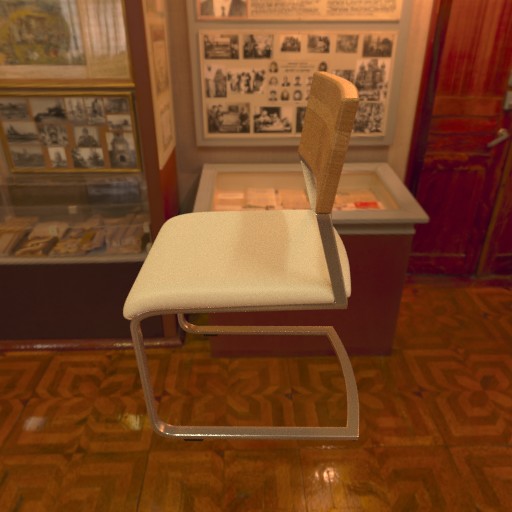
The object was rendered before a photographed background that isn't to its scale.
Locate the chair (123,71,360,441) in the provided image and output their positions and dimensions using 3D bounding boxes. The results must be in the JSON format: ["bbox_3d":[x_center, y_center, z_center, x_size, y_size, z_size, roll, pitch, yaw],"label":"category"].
[{"bbox_3d":[0.000,0.000,1.146,0.585,0.844,0.467,0,28,1],"label":"chair"}]
